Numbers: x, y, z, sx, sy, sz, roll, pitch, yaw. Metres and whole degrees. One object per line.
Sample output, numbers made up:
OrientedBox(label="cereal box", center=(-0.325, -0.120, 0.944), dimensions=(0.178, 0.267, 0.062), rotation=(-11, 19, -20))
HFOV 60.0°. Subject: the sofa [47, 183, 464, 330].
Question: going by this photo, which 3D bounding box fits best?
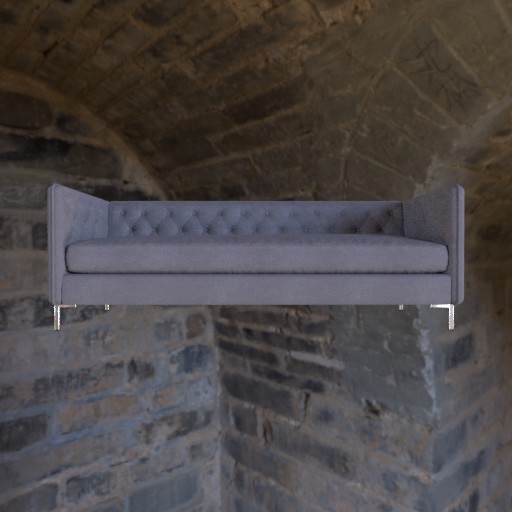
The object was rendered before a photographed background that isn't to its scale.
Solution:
OrientedBox(label="sofa", center=(0.000, 0.000, 2.723), dimensions=(2.209, 0.771, 0.895), rotation=(0, 1, 0))
